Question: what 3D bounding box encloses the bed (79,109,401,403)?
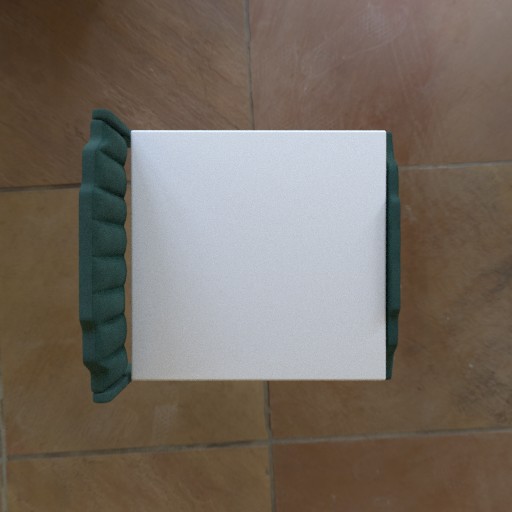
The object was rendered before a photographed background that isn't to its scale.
[{"bbox_3d":[0.000,0.000,3.521,2.340,1.245,2.074,0,90,0],"label":"bed"}]
